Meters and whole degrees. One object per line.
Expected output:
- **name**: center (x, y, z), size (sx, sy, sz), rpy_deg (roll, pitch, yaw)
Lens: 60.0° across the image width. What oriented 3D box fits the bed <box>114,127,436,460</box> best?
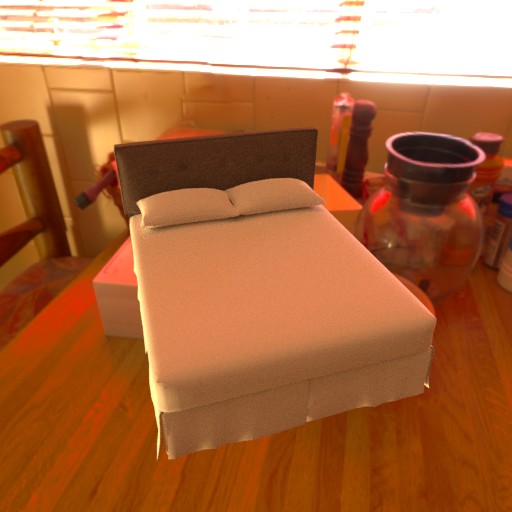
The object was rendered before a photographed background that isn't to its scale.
- **bed**: center (0.000, 0.000, 2.906), size (1.610, 1.089, 1.894), rpy_deg (-9, 33, -15)
